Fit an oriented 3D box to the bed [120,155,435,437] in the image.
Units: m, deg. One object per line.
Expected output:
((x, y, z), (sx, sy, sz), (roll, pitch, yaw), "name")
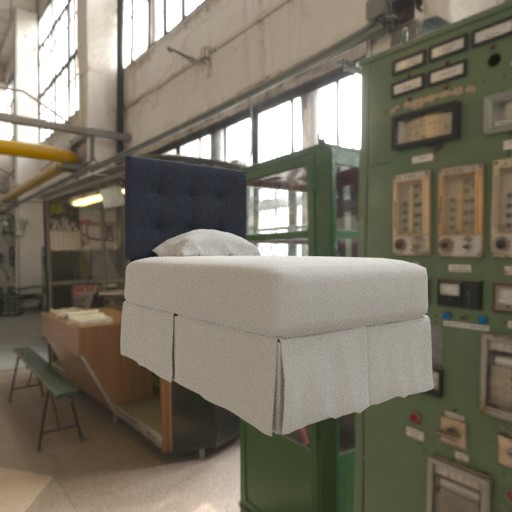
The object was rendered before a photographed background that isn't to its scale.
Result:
((0.000, 0.000, 3.050), (1.261, 1.571, 1.997), (0, 1, -37), "bed")
